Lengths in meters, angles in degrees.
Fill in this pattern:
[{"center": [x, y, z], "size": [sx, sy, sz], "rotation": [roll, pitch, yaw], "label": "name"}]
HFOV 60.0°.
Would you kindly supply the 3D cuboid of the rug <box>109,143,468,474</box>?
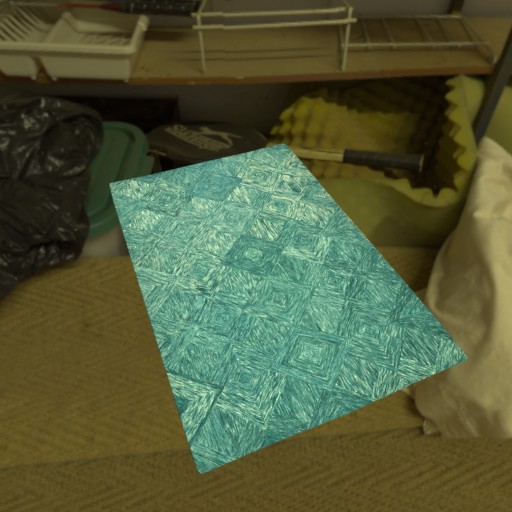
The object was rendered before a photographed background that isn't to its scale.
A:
[{"center": [0.000, 0.000, 2.167], "size": [1.136, 0.017, 1.728], "rotation": [-17, 48, -16], "label": "rug"}]
